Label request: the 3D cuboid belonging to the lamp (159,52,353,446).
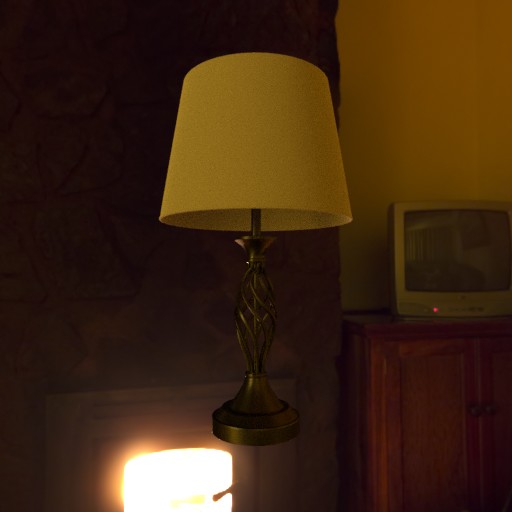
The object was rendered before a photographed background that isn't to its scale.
[{"bbox_3d":[0.000,0.000,0.771,0.331,0.594,0.331,0,-2,0],"label":"lamp"}]
